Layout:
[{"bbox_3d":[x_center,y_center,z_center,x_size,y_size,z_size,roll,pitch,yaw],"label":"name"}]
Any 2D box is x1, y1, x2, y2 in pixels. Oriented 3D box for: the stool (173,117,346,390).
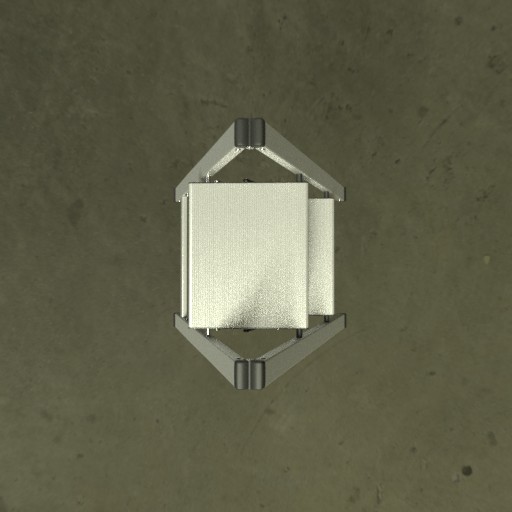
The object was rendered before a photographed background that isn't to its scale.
[{"bbox_3d":[0.000,0.000,1.040,0.535,0.670,0.440,0,89,2],"label":"stool"}]
